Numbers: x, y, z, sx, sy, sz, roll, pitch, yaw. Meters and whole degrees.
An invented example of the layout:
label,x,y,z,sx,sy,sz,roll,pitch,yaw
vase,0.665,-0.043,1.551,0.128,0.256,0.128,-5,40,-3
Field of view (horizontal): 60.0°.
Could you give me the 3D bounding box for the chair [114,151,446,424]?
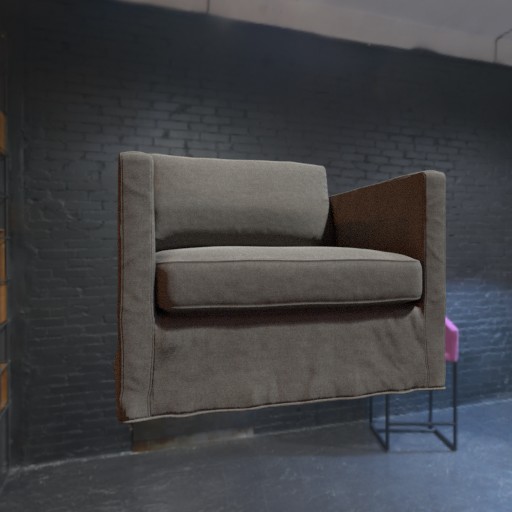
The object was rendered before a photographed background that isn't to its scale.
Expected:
label,x,y,z,sx,sy,sz,roll,pitch,yaw
chair,0.000,0.000,1.726,1.057,0.863,0.949,0,0,-17
